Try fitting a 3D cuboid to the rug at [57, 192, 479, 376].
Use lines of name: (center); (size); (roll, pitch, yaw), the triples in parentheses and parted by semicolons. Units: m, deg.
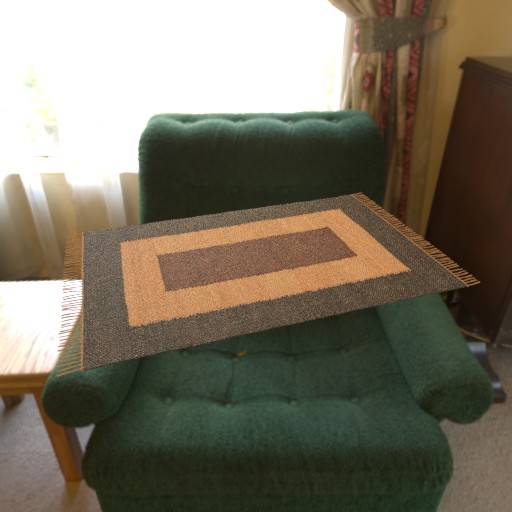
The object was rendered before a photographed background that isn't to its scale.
rug: (0.000, 0.000, 1.867); (1.541, 0.013, 0.920); (-10, 33, -15)
